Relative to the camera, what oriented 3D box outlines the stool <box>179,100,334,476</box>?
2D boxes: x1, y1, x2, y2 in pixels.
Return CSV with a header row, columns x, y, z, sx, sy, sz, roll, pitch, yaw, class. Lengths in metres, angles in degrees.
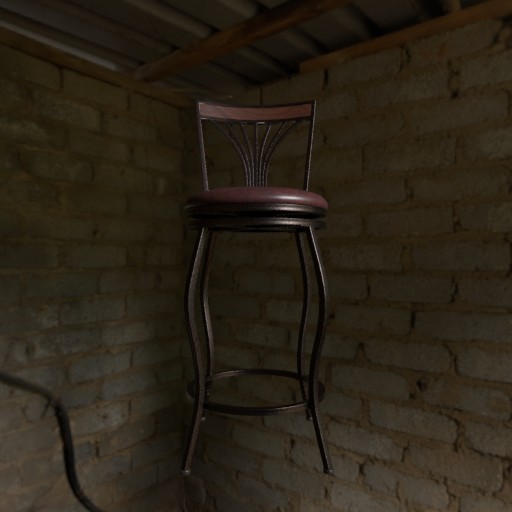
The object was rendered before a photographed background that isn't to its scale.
x,y,z,sx,sy,sz,roll,pitch,yaw,class
0.000,0.000,1.371,0.433,1.117,0.514,0,0,0,stool
